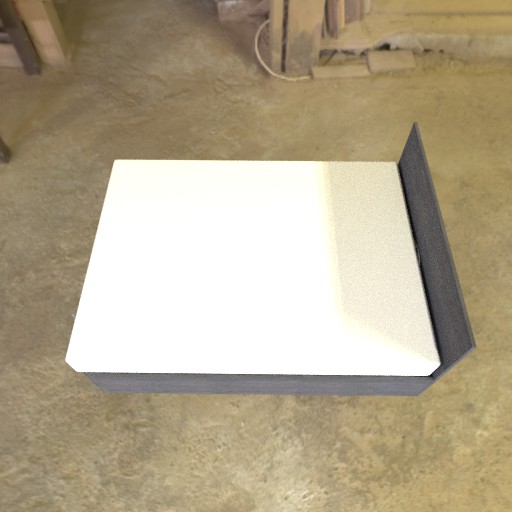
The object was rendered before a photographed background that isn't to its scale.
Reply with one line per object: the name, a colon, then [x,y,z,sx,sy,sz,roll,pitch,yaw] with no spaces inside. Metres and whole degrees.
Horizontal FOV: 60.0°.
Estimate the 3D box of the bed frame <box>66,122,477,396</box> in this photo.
bed frame: [0.000,0.000,2.608,1.900,0.800,1.400,1,58,0]
